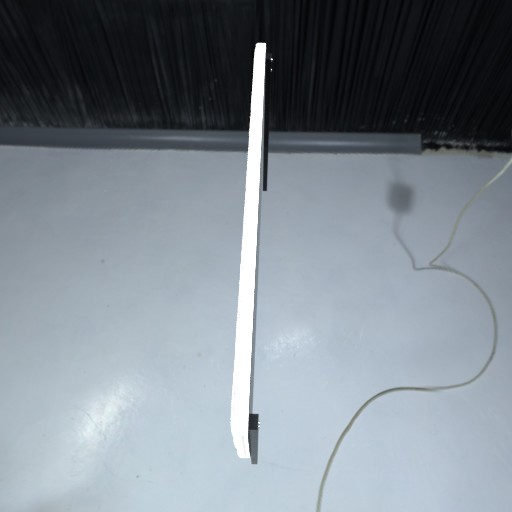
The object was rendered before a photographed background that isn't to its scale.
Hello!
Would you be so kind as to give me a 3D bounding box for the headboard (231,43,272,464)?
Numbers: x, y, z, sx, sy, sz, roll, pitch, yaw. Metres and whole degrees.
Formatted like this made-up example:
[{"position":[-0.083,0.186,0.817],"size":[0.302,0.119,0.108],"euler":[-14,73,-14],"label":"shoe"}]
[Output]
[{"position":[0.000,0.000,2.852],"size":[0.120,1.410,2.362],"euler":[2,60,1],"label":"headboard"}]
